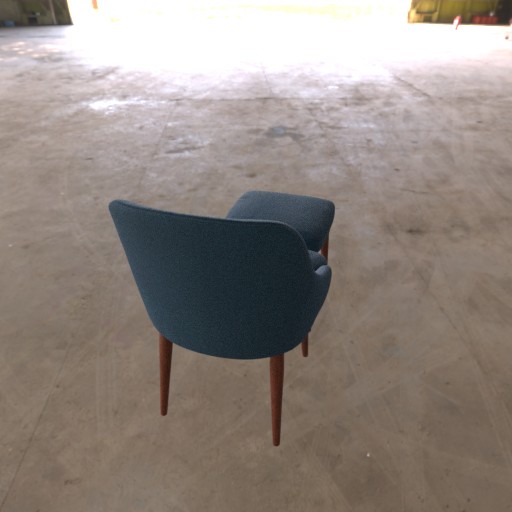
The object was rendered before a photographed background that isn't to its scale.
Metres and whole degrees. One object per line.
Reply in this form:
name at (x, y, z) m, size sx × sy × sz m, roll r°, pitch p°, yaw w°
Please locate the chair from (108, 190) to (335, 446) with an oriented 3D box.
chair at (0.000, 0.000, 1.624) m, size 0.584 × 0.866 × 1.114 m, roll 9°, pitch 33°, yaw 14°
